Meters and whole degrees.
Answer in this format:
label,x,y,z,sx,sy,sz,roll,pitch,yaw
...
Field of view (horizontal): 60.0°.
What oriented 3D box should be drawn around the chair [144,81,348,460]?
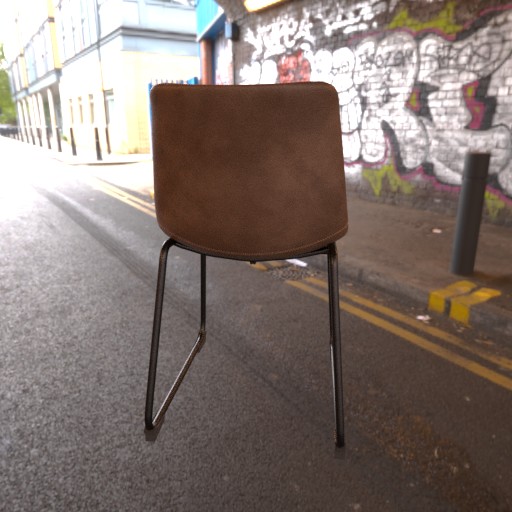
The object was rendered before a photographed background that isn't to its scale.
label,x,y,z,sx,sy,sz,roll,pitch,yaw
chair,0.000,0.000,1.116,0.460,0.780,0.551,2,17,7
